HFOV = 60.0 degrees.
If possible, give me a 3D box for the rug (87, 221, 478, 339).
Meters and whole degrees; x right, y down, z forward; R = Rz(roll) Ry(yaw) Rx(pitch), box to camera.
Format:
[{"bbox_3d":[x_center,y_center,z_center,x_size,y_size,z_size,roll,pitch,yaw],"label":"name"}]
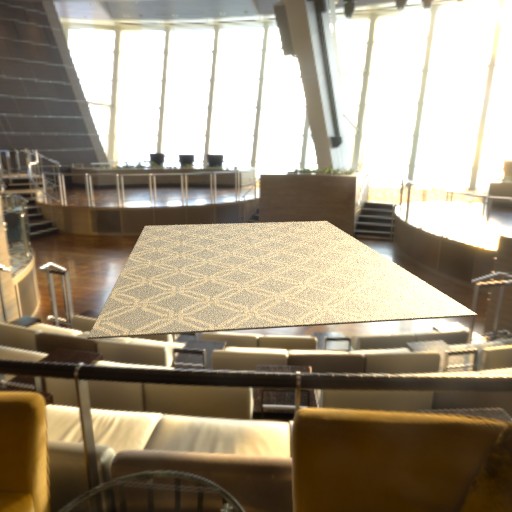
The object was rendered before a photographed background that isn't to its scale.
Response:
[{"bbox_3d":[0.000,0.000,4.319,2.438,0.013,3.353,-2,15,-8],"label":"rug"}]
